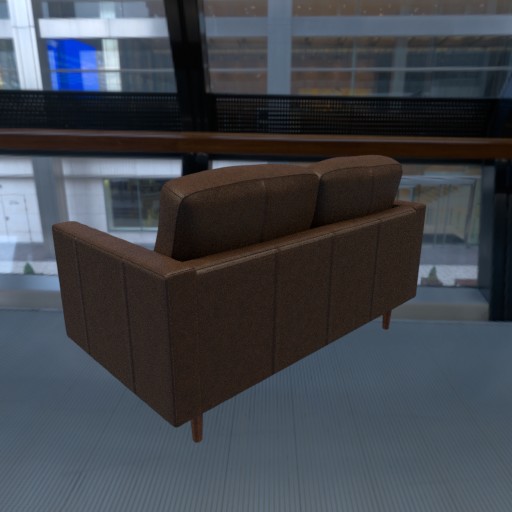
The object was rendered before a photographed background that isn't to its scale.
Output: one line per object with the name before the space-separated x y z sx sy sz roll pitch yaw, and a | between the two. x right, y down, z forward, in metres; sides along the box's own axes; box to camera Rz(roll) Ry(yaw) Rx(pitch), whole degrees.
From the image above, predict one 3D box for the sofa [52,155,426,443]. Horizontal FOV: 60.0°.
sofa | 0.000 0.000 2.141 1.578 0.951 0.909 -16 23 -41
